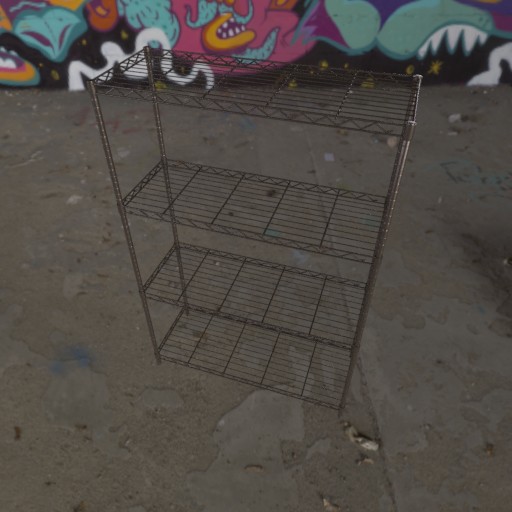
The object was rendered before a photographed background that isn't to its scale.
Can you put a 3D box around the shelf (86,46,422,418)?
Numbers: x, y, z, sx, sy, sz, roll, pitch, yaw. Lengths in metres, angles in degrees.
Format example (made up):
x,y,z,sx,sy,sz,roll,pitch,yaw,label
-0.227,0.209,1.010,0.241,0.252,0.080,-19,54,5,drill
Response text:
x,y,z,sx,sy,sz,roll,pitch,yaw,label
0.000,0.000,1.720,0.907,1.361,0.352,12,43,14,shelf
